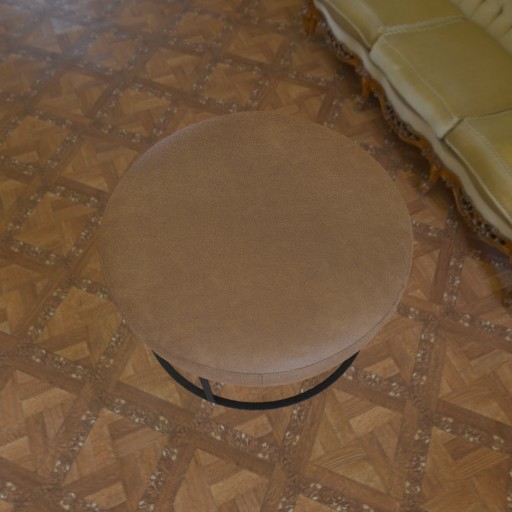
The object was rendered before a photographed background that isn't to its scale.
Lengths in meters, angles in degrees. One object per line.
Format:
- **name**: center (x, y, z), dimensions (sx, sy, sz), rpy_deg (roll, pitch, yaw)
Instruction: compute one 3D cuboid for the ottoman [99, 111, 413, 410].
- **ottoman**: center (0.000, 0.000, 1.234), dimensions (0.771, 0.460, 0.771), rpy_deg (0, 59, 0)
